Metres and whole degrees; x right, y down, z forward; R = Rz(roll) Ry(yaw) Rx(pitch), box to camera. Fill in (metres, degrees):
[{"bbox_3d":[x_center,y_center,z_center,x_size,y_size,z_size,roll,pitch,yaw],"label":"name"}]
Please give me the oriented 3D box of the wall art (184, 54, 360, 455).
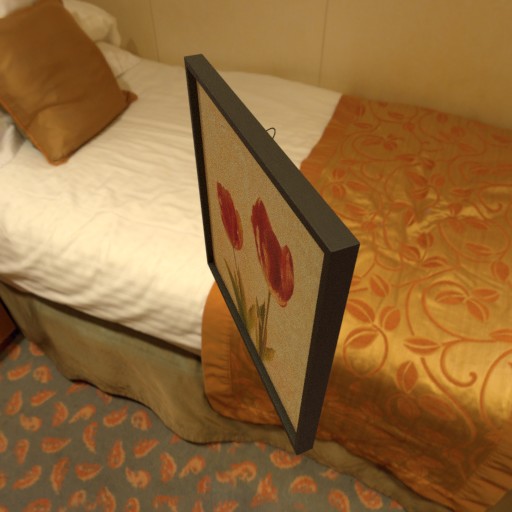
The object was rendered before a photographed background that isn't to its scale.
[{"bbox_3d":[0.000,0.000,0.532,0.038,0.349,0.349,-16,48,-16],"label":"wall art"}]
